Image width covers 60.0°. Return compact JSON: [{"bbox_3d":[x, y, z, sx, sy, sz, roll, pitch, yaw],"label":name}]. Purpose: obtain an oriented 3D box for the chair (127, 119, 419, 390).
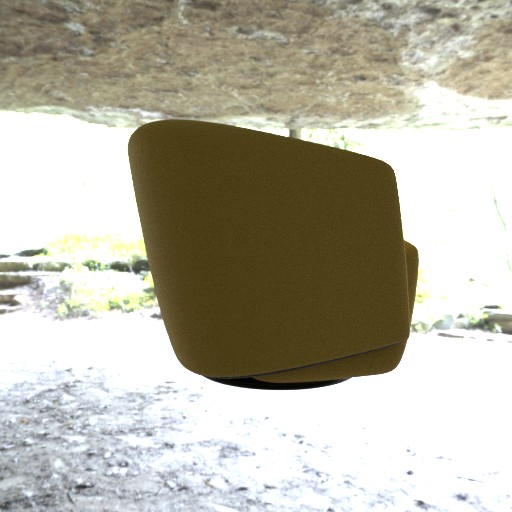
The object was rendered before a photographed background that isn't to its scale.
[{"bbox_3d":[0.000,0.000,1.374,0.767,0.698,0.773,0,0,-16],"label":"chair"}]
